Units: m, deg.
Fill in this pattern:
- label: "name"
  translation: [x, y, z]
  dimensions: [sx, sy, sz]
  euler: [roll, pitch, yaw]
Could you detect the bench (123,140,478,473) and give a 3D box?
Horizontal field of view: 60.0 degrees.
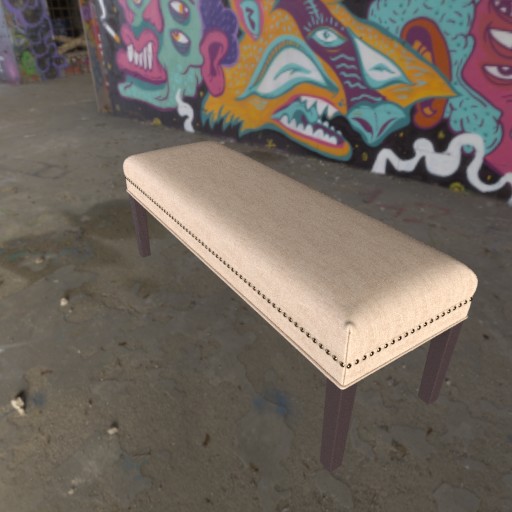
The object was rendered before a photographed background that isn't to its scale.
- label: "bench"
  translation: [0.000, 0.000, 1.428]
  dimensions: [0.410, 0.457, 1.219]
  euler: [-19, 36, -28]
